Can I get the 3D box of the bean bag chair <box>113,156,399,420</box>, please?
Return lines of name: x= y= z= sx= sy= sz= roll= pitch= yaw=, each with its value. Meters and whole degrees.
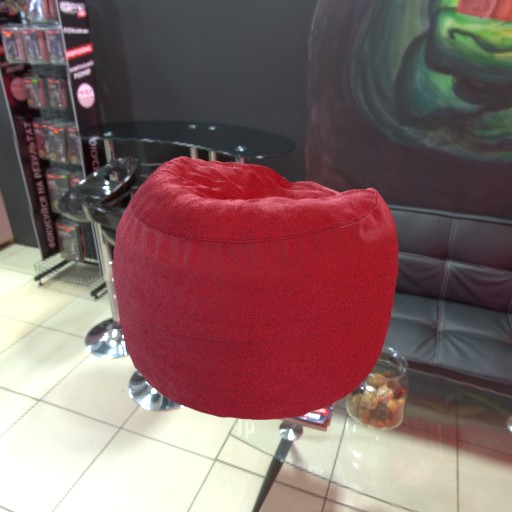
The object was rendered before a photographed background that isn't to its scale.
bean bag chair: x=0.000 y=0.000 z=1.971 sx=1.218 sy=0.788 sz=1.218 roll=0 pitch=27 yaw=0
